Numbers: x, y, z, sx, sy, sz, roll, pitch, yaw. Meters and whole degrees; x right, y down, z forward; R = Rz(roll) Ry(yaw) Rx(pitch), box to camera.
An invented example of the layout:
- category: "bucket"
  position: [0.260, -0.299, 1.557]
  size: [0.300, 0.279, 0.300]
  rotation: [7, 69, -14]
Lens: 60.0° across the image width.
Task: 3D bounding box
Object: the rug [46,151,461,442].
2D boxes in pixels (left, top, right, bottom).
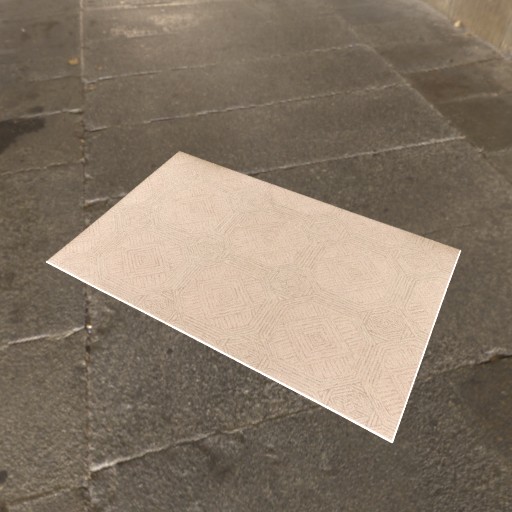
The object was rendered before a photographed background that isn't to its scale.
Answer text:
- category: "rug"
  position: [0.000, 0.000, 3.069]
  size: [2.440, 0.008, 1.524]
  rotation: [23, 51, 20]
